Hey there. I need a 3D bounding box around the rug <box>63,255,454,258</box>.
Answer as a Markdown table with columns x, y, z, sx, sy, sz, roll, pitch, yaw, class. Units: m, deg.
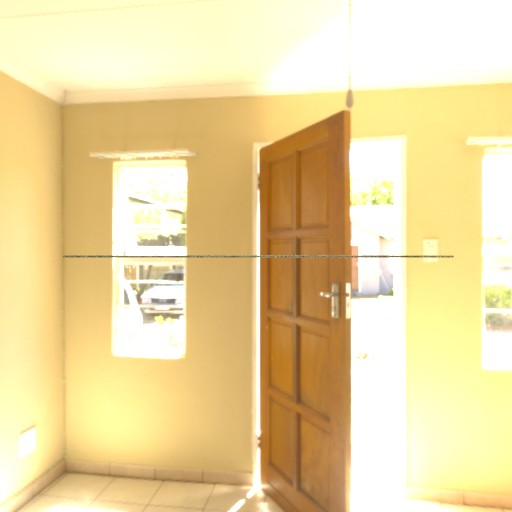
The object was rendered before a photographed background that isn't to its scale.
| x | y | z | sx | sy | sz | roll | pitch | yaw | class |
| --- | --- | --- | --- | --- | --- | --- | --- | --- | --- |
| 0.000 | 0.000 | 2.171 | 1.142 | 0.006 | 1.752 | 0 | 0 | -1 | rug |
